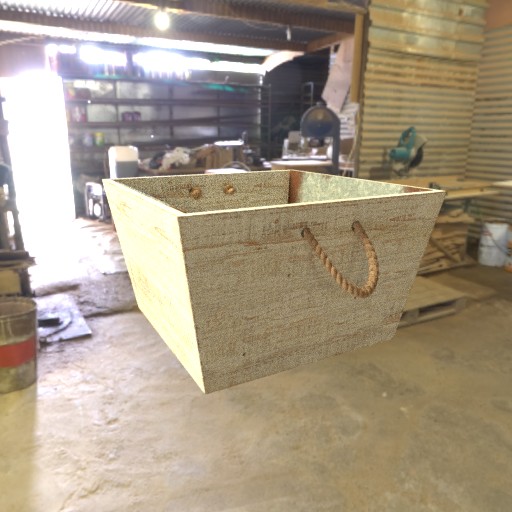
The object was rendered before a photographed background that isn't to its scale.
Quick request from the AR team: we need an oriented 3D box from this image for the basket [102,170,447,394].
[{"bbox_3d":[0.000,0.000,0.762,0.413,0.247,0.545,-9,18,-28],"label":"basket"}]
